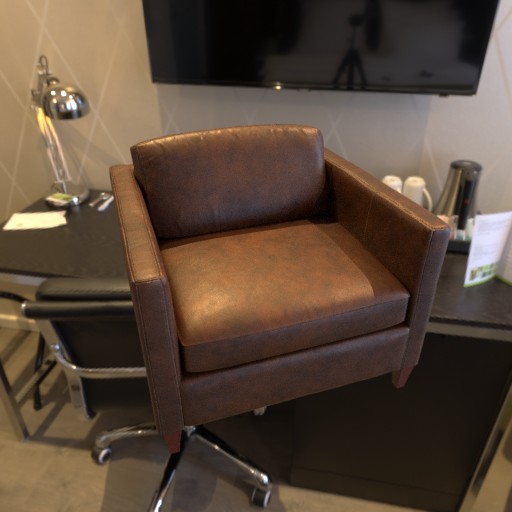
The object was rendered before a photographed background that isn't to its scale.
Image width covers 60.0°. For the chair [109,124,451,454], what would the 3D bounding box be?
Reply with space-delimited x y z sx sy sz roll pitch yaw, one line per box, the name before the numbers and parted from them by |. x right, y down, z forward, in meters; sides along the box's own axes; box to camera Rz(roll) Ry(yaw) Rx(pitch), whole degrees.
chair | 0.000 0.000 1.753 0.990 0.864 0.975 -10 32 -16
